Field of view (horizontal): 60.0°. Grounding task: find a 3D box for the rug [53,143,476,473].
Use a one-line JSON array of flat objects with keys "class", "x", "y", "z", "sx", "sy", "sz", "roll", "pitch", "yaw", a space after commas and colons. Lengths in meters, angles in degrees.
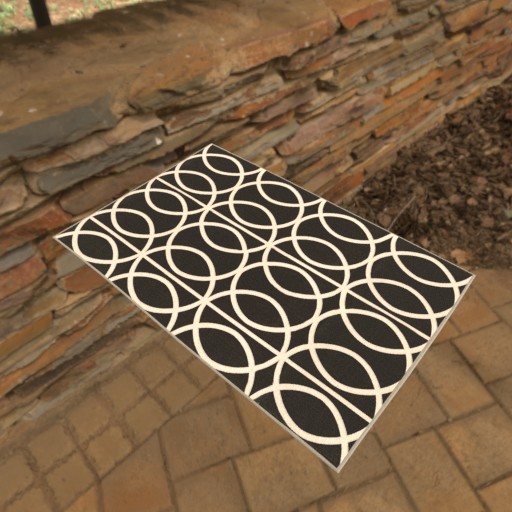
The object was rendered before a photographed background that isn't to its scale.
[{"class": "rug", "x": 0.000, "y": 0.000, "z": 2.849, "sx": 2.294, "sy": 0.014, "sz": 1.528, "roll": 32, "pitch": 54, "yaw": 27}]
